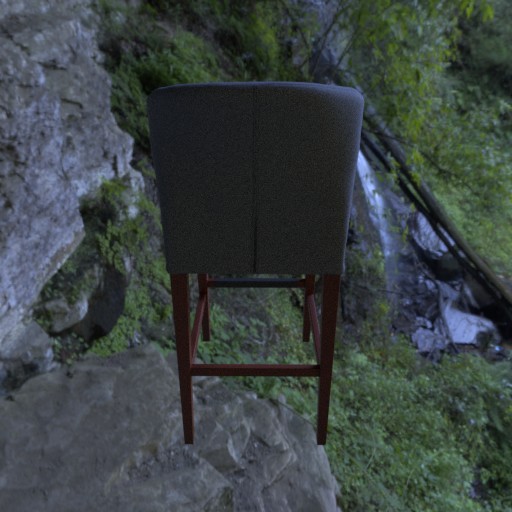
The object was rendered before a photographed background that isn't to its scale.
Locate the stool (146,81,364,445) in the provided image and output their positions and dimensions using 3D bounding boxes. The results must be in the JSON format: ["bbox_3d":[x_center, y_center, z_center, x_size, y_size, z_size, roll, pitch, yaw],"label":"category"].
[{"bbox_3d":[0.000,0.000,1.344,0.481,1.069,0.568,0,30,0],"label":"stool"}]
